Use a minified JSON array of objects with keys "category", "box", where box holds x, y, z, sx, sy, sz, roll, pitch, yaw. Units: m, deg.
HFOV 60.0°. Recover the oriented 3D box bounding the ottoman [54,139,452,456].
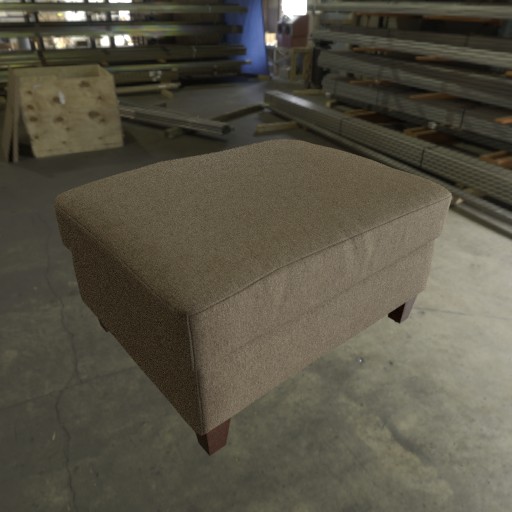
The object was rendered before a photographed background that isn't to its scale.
[{"category":"ottoman","box":[0.000,0.000,1.295,0.889,0.511,0.692,-23,37,-34]}]
